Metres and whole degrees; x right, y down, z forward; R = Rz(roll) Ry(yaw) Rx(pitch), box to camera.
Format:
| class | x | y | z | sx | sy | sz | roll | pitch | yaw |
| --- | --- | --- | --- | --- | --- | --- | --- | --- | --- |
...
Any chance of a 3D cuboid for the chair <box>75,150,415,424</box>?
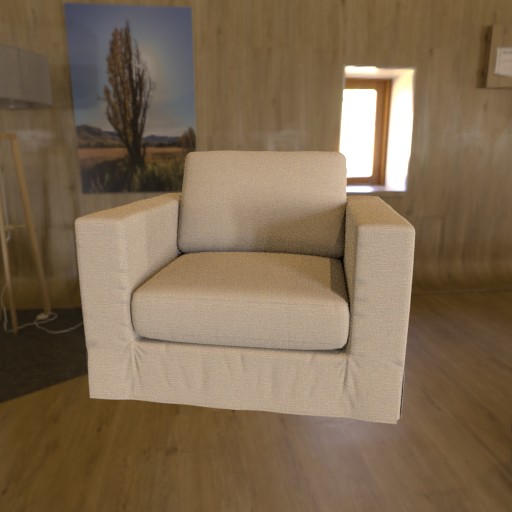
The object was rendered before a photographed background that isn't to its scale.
| class | x | y | z | sx | sy | sz | roll | pitch | yaw |
| --- | --- | --- | --- | --- | --- | --- | --- | --- | --- |
| chair | 0.000 | 0.000 | 1.896 | 1.150 | 0.878 | 0.957 | 2 | 13 | 8 |
